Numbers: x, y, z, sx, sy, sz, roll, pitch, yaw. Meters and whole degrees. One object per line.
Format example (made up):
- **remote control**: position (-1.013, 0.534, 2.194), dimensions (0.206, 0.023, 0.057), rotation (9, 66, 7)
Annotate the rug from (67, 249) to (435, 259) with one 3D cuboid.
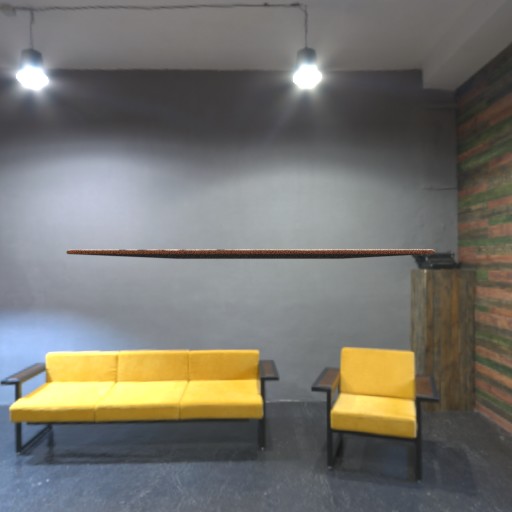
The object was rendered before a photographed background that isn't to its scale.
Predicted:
- **rug**: position (0.000, 0.000, 2.370), dimensions (1.225, 0.015, 1.840), rotation (0, -1, 1)
